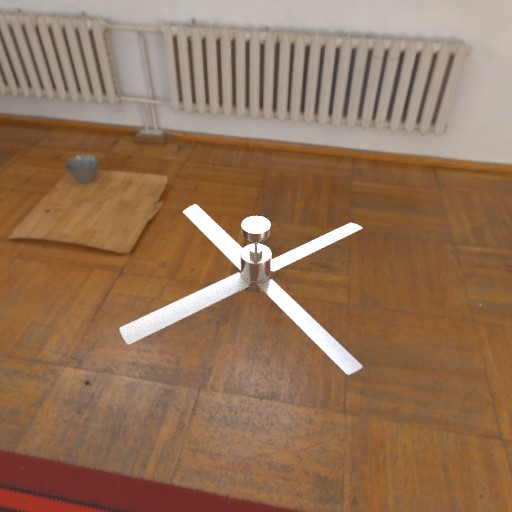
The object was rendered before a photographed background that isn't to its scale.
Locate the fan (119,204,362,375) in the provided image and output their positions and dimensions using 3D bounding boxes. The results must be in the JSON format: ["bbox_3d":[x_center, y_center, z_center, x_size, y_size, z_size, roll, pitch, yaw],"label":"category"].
[{"bbox_3d":[0.000,0.000,2.014,1.322,0.355,1.322,-25,47,-26],"label":"fan"}]
